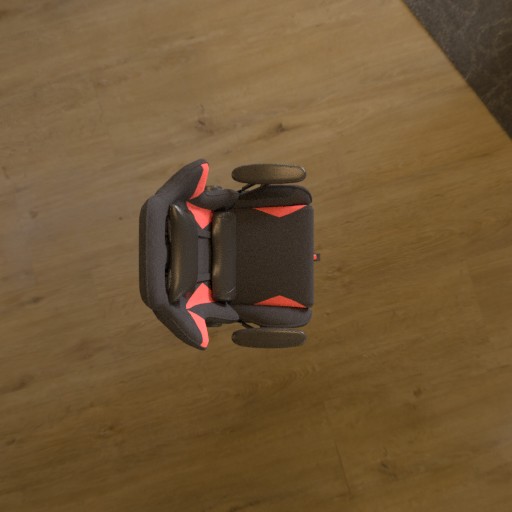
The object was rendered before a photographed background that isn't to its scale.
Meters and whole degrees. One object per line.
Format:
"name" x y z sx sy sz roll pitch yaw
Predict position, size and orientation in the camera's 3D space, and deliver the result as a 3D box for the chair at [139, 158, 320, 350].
"chair" 0.000 0.000 1.721 0.658 1.326 0.695 0 89 1
